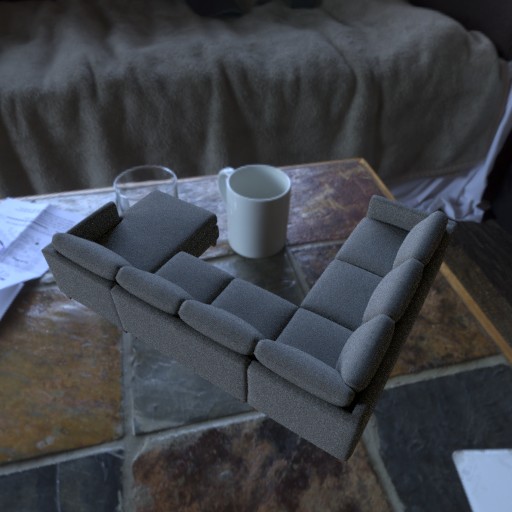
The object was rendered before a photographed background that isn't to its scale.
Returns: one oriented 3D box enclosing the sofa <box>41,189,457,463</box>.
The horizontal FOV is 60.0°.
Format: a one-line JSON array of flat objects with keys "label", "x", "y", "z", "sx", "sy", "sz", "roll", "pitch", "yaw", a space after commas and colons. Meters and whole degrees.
[{"label": "sofa", "x": 0.000, "y": 0.000, "z": 4.480, "sx": 3.238, "sy": 0.853, "sz": 2.551, "roll": 24, "pitch": 50, "yaw": 22}]
